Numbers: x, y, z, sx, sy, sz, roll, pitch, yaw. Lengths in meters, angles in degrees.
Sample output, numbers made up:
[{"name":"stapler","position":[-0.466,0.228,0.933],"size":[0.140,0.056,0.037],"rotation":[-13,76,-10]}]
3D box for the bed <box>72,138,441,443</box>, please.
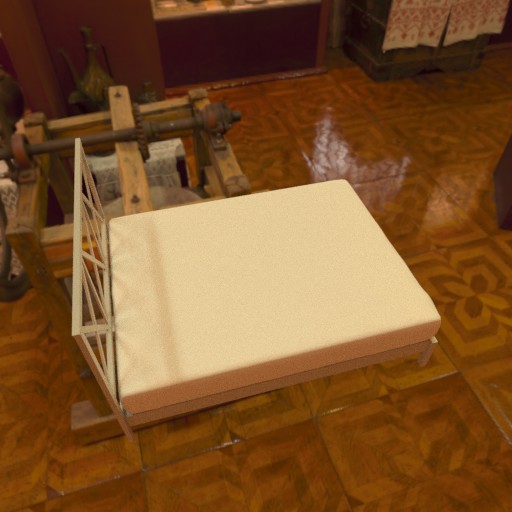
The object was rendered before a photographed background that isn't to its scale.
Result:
[{"name":"bed","position":[0.000,0.000,3.152],"size":[2.135,1.253,1.673],"rotation":[-11,47,-11]}]
